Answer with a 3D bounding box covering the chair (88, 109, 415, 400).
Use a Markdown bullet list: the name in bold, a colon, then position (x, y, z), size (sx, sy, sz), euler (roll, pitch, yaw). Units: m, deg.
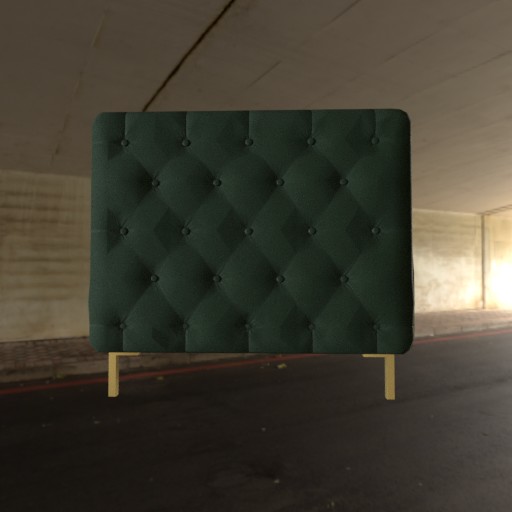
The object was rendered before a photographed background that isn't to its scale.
- **chair**: position (0.000, 0.000, 1.558), size (0.855, 0.768, 0.917), euler (0, -2, 2)
